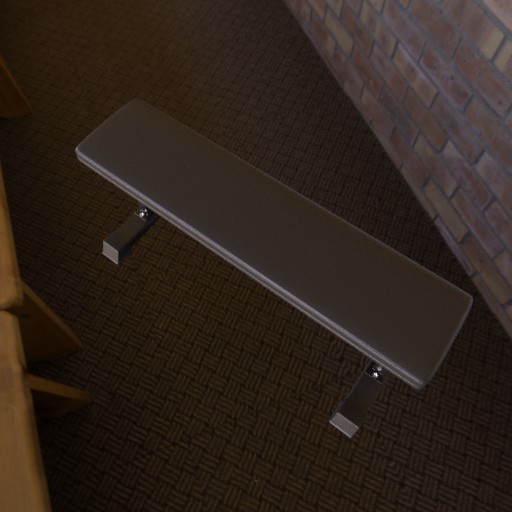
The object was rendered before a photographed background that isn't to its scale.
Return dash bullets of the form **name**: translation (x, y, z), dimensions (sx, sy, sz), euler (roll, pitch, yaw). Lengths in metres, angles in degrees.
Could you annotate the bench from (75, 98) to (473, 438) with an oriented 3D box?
- **bench**: translation (0.000, 0.000, 1.293), dimensions (1.072, 0.453, 0.439), euler (33, 68, 16)
